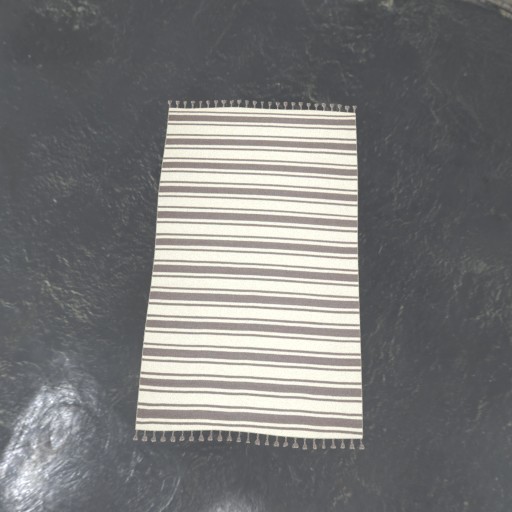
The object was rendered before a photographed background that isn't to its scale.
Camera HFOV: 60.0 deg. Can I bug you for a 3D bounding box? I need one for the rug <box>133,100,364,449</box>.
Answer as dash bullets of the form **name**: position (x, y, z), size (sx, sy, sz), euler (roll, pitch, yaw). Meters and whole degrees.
- **rug**: position (0.000, 0.000, 2.619), size (1.229, 0.011, 2.096), euler (2, 75, 1)
